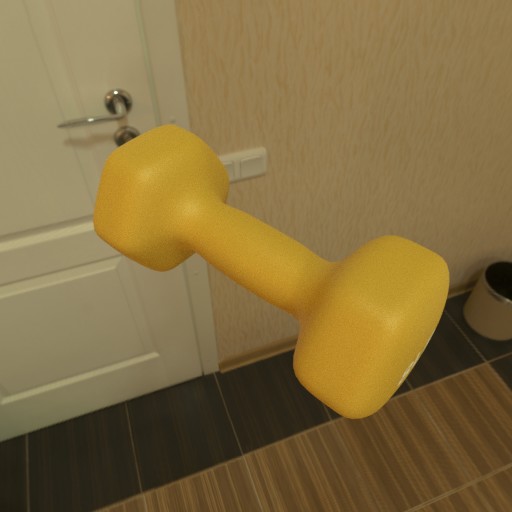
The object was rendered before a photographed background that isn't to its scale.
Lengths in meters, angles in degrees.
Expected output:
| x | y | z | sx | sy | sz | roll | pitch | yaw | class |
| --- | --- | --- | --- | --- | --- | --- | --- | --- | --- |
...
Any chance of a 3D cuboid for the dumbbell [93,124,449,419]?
| x | y | z | sx | sy | sz | roll | pitch | yaw | class |
| --- | --- | --- | --- | --- | --- | --- | --- | --- | --- |
| 0.000 | 0.000 | 0.239 | 0.190 | 0.082 | 0.090 | 32 | 55 | 26 | dumbbell |
